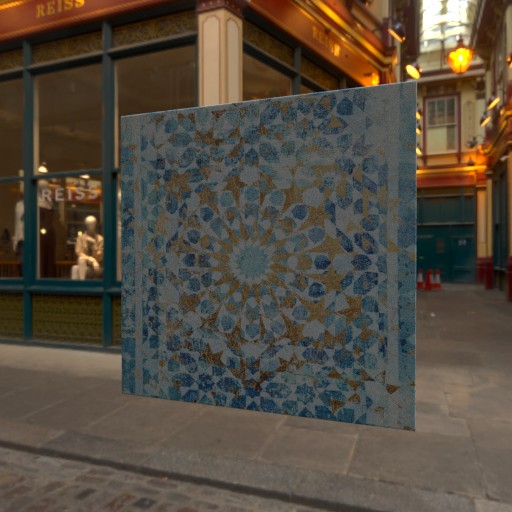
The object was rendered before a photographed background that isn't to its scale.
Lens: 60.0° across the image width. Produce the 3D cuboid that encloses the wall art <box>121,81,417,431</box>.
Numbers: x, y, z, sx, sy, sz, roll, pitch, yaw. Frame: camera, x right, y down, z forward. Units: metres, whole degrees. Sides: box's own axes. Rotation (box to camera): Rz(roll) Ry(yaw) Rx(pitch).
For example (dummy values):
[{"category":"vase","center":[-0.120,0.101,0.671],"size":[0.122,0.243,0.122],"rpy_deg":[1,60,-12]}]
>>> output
[{"category":"wall art","center":[0.000,0.000,0.596],"size":[0.405,0.405,0.037],"rpy_deg":[0,1,20]}]
